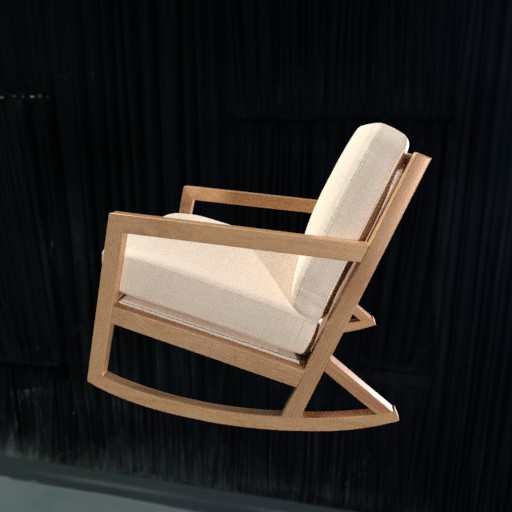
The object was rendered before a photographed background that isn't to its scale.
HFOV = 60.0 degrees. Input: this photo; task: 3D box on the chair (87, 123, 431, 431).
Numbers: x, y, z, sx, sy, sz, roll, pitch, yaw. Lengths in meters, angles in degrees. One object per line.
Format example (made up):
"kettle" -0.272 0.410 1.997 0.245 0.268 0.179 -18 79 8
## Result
"chair" 0.000 0.000 1.392 0.857 0.790 0.622 2 16 9
